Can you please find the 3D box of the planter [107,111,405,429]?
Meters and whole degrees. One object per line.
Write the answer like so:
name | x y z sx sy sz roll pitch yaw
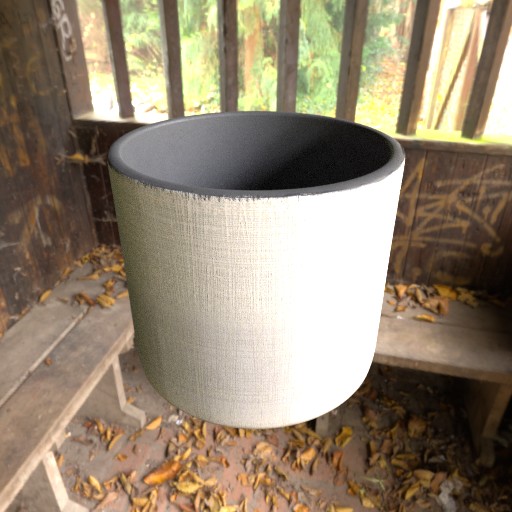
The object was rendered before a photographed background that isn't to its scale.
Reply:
planter | 0.000 0.000 0.384 0.221 0.201 0.221 0 30 0
